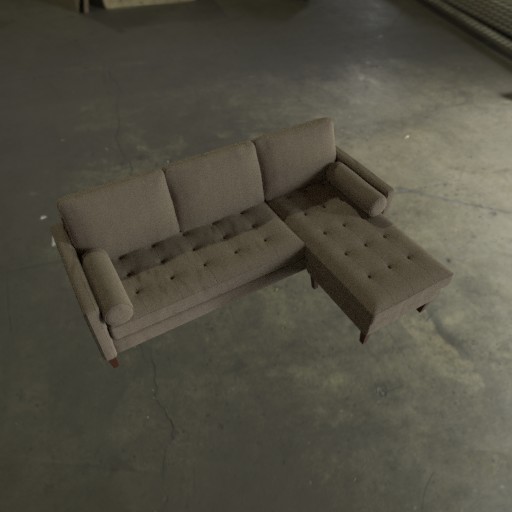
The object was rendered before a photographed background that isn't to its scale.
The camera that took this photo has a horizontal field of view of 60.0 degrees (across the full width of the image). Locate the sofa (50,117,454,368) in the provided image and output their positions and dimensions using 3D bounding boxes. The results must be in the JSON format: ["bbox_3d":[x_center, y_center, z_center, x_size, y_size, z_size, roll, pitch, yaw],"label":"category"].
[{"bbox_3d":[0.000,0.000,2.865,2.178,0.875,1.506,-23,50,-21],"label":"sofa"}]
